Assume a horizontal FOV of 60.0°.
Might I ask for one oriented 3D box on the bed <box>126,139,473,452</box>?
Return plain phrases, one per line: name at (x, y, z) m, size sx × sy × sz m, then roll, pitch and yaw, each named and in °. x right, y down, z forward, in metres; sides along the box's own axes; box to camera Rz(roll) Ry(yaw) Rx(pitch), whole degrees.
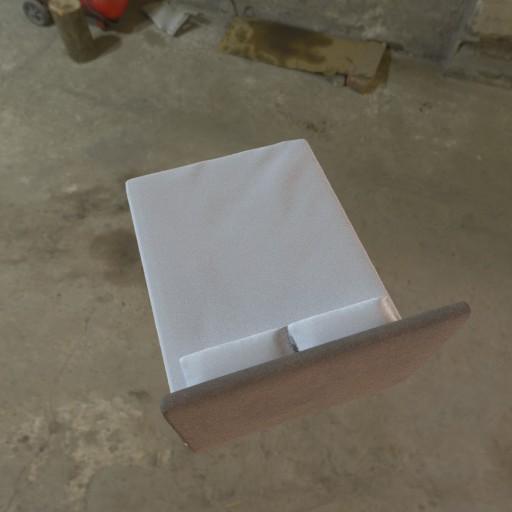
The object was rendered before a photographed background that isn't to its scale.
bed at (0.000, 0.000, 3.215) m, size 1.723 × 1.330 × 2.142 m, roll -15°, pitch 60°, yaw -9°
